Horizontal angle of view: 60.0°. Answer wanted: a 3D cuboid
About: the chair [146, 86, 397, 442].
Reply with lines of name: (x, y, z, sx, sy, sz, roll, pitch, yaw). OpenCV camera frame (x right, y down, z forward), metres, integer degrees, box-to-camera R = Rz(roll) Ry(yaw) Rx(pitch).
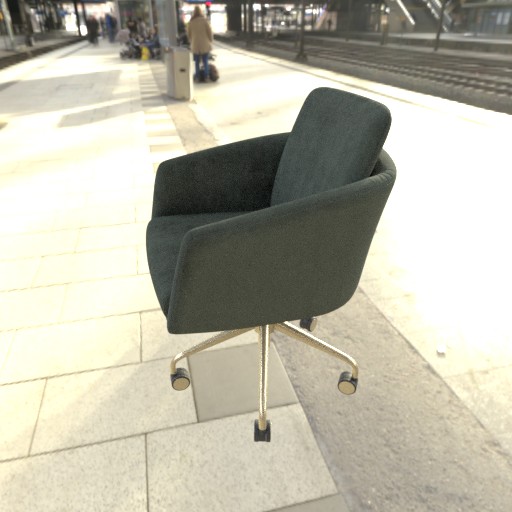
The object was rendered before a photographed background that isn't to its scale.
chair: (0.000, 0.000, 1.338, 0.635, 0.908, 0.641, -8, 29, -14)
